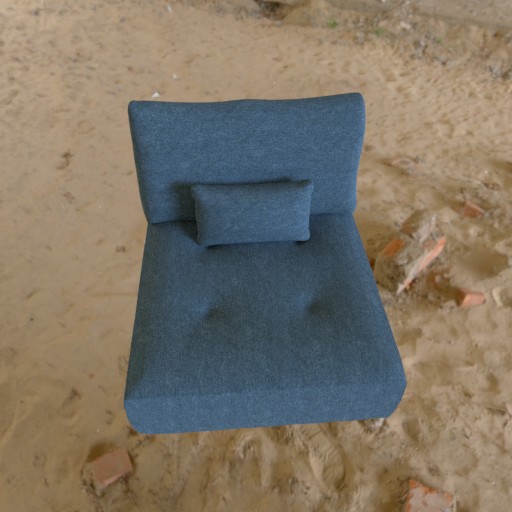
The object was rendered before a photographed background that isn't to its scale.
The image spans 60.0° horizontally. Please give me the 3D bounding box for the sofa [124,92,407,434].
[{"bbox_3d":[0.000,0.000,1.670,0.930,0.820,1.000,-3,47,-3],"label":"sofa"}]
